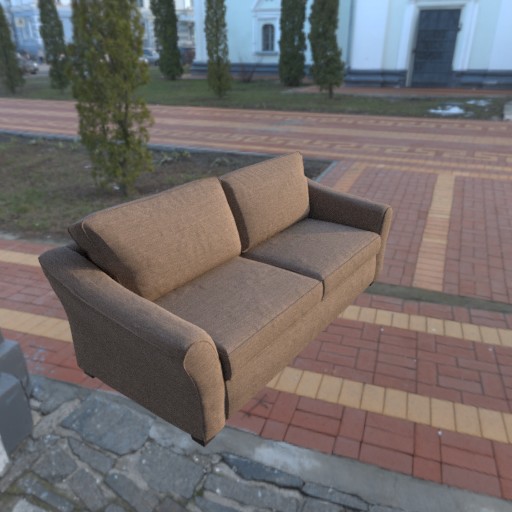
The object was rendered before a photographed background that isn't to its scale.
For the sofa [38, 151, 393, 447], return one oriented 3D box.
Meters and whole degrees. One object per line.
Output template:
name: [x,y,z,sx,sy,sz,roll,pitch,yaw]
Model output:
sofa: [0.000,0.000,2.790,0.980,0.965,2.270,17,30,32]
